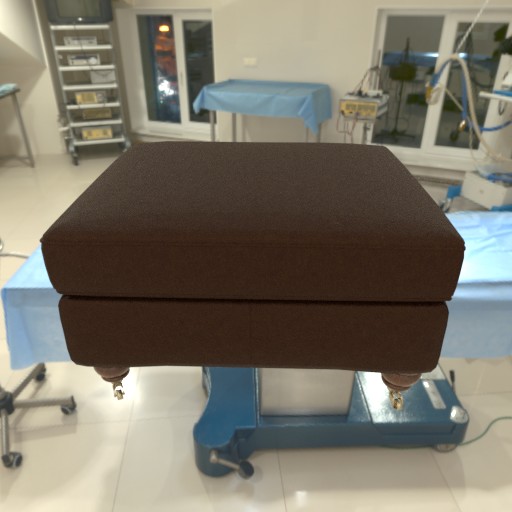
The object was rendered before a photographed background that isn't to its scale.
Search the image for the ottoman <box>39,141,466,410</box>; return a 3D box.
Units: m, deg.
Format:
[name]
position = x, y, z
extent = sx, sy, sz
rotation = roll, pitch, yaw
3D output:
[ottoman]
position = 0.000, 0.000, 1.757
extent = 1.187, 0.730, 0.967
rotation = 1, 29, 2
